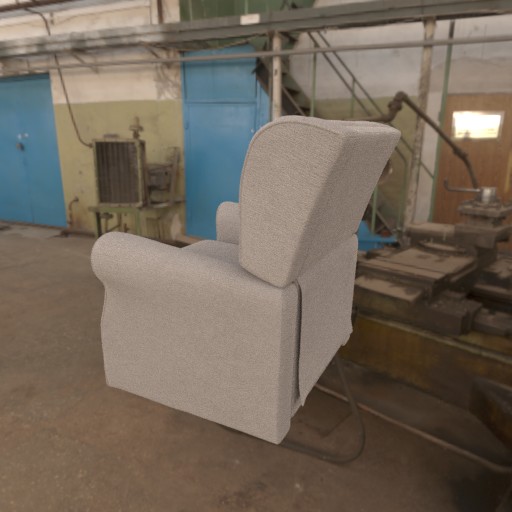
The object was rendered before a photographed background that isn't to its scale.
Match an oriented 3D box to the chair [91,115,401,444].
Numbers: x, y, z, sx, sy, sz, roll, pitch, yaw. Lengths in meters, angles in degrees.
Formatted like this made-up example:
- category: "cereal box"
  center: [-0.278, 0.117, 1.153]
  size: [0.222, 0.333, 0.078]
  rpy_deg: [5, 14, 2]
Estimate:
- category: "chair"
  center: [0.000, 0.000, 1.644]
  size: [0.854, 0.966, 0.906]
  rpy_deg: [8, 18, 25]
